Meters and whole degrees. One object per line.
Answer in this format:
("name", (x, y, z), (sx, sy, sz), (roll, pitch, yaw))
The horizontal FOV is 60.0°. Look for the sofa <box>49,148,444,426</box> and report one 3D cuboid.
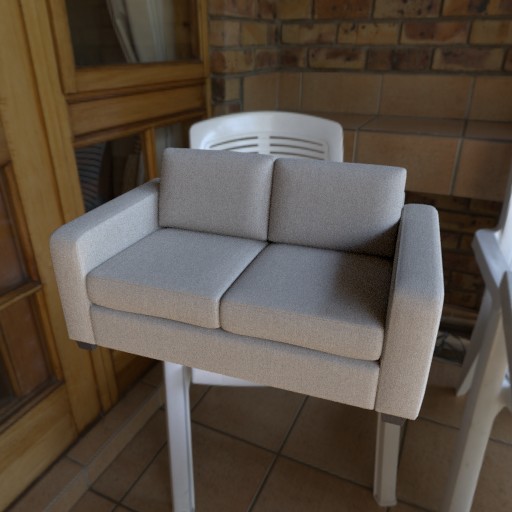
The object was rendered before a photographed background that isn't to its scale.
("sofa", (0.000, 0.000, 2.035), (1.540, 0.800, 0.900), (8, 27, 17))
